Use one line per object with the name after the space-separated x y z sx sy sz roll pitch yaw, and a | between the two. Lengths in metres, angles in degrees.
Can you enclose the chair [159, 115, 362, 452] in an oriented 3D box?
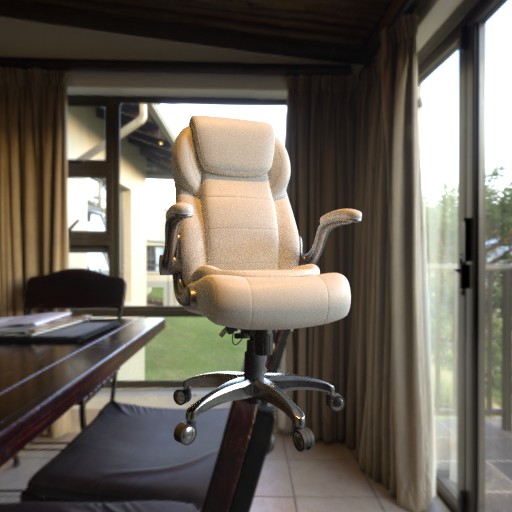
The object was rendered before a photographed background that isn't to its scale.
0.000 0.000 1.851 0.755 1.330 0.806 0 0 -19 | chair
